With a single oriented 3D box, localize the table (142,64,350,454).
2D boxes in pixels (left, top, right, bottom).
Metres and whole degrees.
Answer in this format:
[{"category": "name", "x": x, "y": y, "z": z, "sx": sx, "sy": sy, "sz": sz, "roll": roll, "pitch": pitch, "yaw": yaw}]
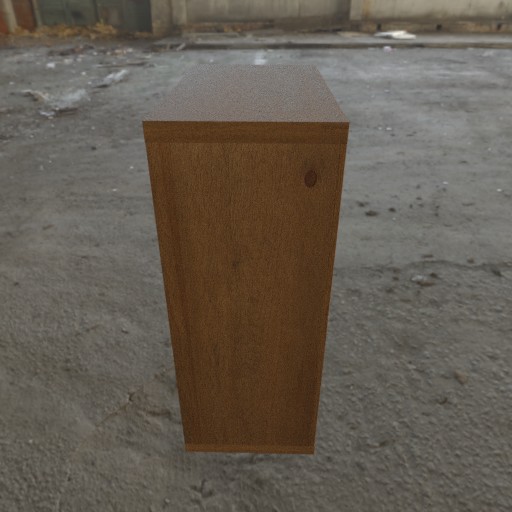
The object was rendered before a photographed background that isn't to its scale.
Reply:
[{"category": "table", "x": 0.000, "y": 0.000, "z": 1.774, "sx": 0.524, "sy": 1.294, "sz": 0.901, "roll": 1, "pitch": 31, "yaw": 1}]
